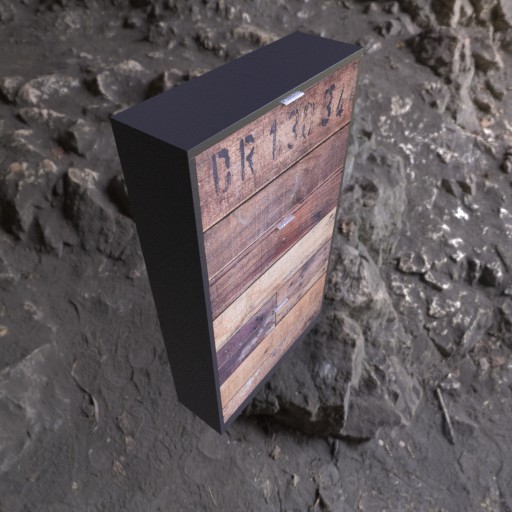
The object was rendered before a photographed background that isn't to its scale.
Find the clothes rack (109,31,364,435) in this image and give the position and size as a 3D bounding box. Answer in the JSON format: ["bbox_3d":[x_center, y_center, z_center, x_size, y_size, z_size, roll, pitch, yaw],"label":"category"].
[{"bbox_3d":[0.000,0.000,1.592,0.250,1.280,0.750,28,50,26],"label":"clothes rack"}]
